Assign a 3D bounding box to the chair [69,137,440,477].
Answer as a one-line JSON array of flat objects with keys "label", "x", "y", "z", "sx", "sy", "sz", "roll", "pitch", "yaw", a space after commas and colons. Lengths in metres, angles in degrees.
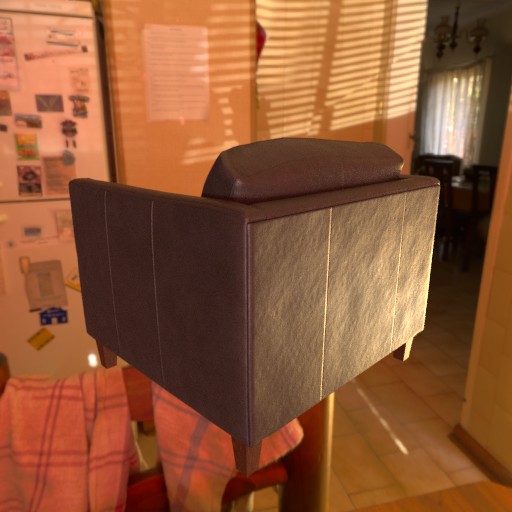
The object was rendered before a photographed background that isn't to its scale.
[{"label": "chair", "x": 0.000, "y": 0.000, "z": 1.548, "sx": 0.862, "sy": 0.811, "sz": 0.939, "roll": 15, "pitch": 22, "yaw": 43}]
